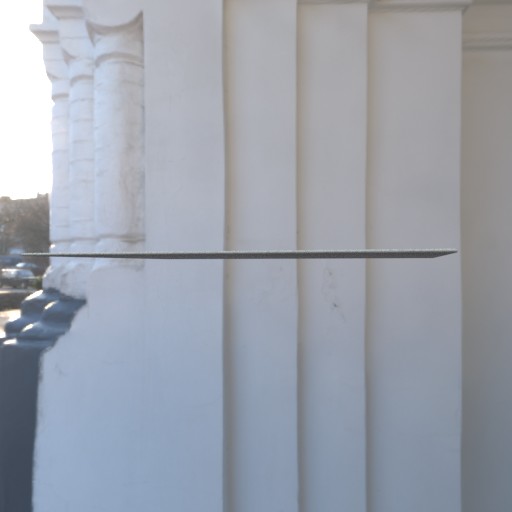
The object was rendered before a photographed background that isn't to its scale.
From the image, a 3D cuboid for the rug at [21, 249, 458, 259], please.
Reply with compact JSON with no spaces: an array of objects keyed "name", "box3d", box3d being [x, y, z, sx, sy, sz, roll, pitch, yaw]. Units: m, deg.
[{"name":"rug","box3d":[0.000,0.000,2.747,2.132,0.015,1.526,0,-1,19]}]
